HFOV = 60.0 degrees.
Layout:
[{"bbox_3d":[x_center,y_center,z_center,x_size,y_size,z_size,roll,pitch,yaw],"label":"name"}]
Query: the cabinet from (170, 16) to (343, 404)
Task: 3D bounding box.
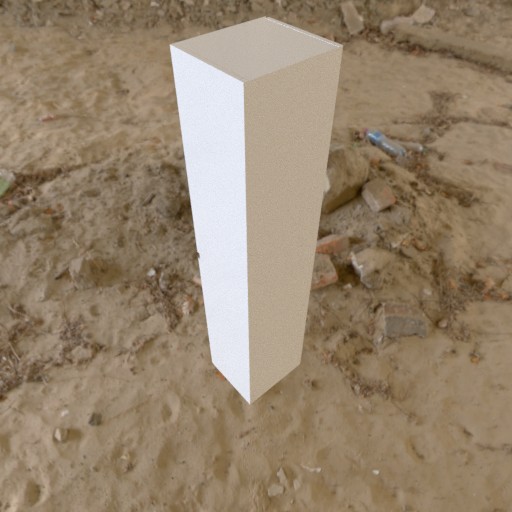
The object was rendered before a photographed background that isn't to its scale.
[{"bbox_3d":[0.000,0.000,1.528,0.300,1.400,0.270,-32,53,-27],"label":"cabinet"}]
